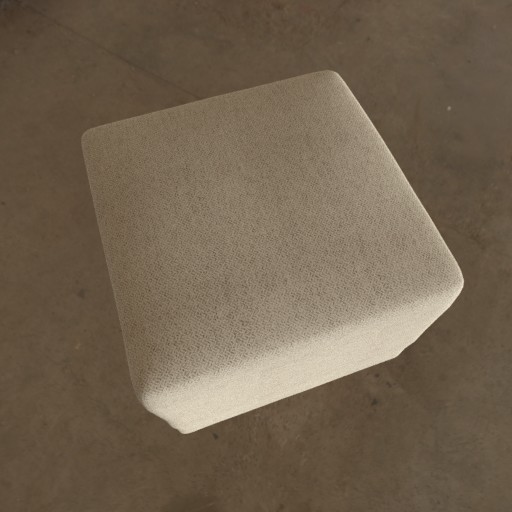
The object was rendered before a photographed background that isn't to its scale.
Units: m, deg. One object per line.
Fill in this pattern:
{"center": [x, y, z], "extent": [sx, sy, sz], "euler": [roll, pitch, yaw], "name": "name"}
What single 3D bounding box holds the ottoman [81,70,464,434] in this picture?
{"center": [0.000, 0.000, 0.900], "extent": [0.521, 0.453, 0.512], "euler": [-17, 64, -9], "name": "ottoman"}
